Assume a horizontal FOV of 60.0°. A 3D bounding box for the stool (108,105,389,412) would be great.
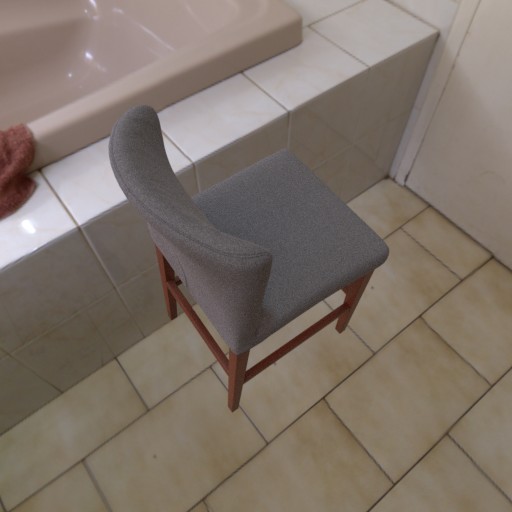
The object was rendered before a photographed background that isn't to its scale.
[{"bbox_3d":[0.000,0.000,1.271,0.568,0.968,0.481,-31,63,-18],"label":"stool"}]
